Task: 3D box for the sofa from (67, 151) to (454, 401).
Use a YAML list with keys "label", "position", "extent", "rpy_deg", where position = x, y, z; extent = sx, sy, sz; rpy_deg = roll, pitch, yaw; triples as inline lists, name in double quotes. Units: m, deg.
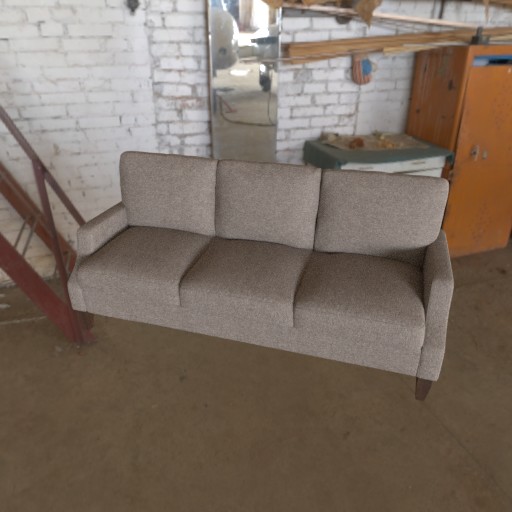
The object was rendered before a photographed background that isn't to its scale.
- label: "sofa"
  position: [0.000, 0.000, 2.631]
  extent: [2.115, 0.984, 0.888]
  rpy_deg: [8, 29, 15]
